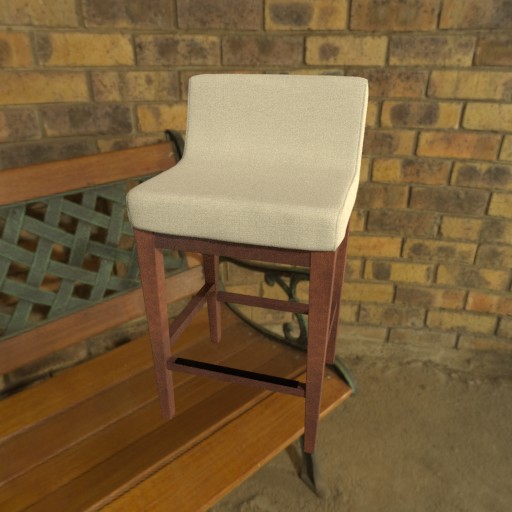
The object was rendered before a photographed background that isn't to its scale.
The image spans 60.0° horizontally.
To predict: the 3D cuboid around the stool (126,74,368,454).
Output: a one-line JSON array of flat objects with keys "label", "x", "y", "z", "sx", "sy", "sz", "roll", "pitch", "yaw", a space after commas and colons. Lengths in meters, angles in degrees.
[{"label": "stool", "x": 0.000, "y": 0.000, "z": 1.261, "sx": 0.511, "sy": 0.937, "sz": 0.500, "roll": 7, "pitch": 26, "yaw": 15}]
